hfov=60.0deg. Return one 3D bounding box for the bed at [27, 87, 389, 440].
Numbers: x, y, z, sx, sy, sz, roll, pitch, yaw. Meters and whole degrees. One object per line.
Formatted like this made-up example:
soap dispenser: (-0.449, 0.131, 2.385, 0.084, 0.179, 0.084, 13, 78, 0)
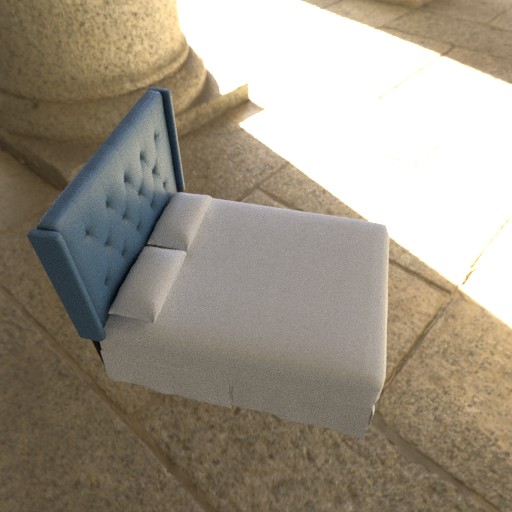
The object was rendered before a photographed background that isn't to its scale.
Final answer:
bed: (0.000, 0.000, 3.316, 2.078, 1.665, 1.719, 9, 47, 9)
